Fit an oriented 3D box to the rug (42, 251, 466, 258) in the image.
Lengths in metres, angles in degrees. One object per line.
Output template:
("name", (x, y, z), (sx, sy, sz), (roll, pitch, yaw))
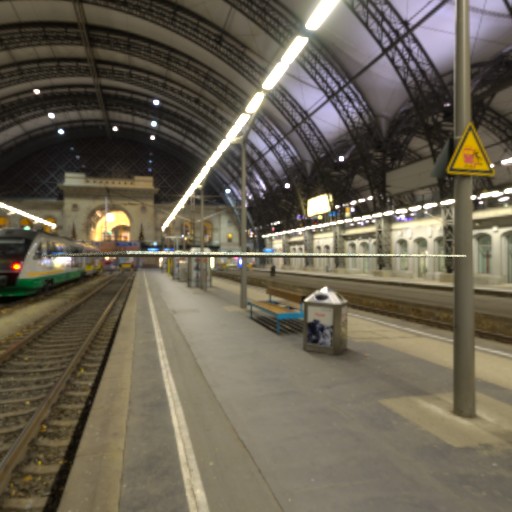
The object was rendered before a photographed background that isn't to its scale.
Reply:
("rug", (0.000, 0.000, 2.301), (1.820, 0.009, 1.260), (0, -1, -36))
